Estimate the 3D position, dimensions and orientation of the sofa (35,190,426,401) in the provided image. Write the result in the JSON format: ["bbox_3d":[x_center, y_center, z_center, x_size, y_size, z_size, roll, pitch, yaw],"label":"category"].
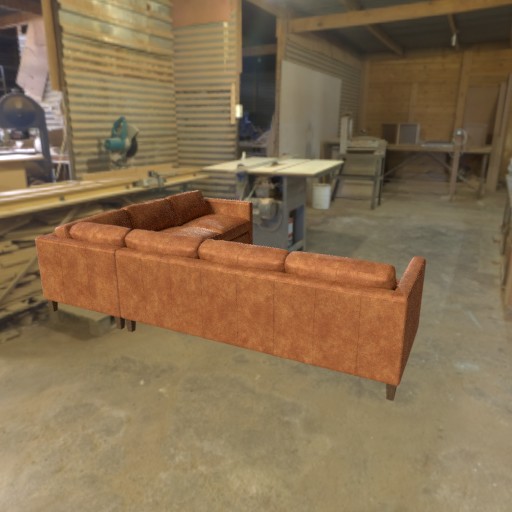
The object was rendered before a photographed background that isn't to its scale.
[{"bbox_3d":[0.000,0.000,4.316,3.167,0.838,2.438,8,19,25],"label":"sofa"}]
